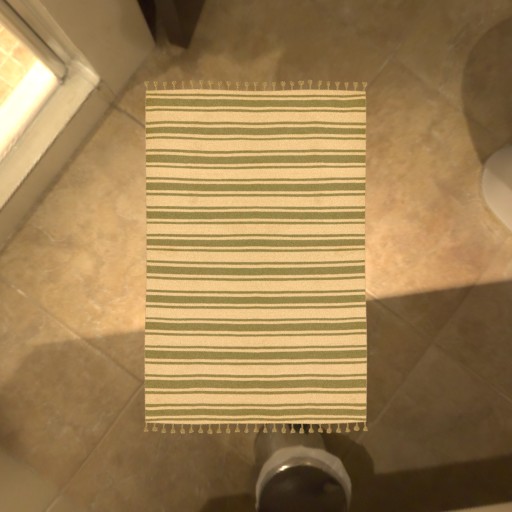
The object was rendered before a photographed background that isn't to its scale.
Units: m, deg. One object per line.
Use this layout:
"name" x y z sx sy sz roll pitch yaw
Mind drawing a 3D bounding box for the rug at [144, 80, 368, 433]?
"rug" 0.000 0.000 3.054 1.540 0.018 2.435 0 89 0
